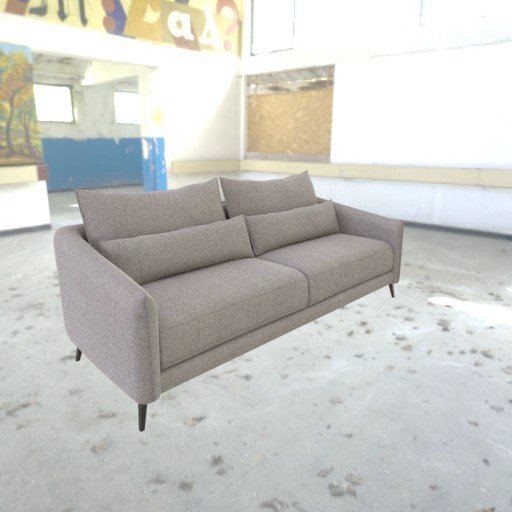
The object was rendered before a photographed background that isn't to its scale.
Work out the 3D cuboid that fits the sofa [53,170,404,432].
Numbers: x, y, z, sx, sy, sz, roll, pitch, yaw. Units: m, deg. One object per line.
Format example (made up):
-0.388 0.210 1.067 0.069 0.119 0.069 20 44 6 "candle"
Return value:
0.000 0.000 2.468 0.809 0.833 2.022 14 20 42 "sofa"
